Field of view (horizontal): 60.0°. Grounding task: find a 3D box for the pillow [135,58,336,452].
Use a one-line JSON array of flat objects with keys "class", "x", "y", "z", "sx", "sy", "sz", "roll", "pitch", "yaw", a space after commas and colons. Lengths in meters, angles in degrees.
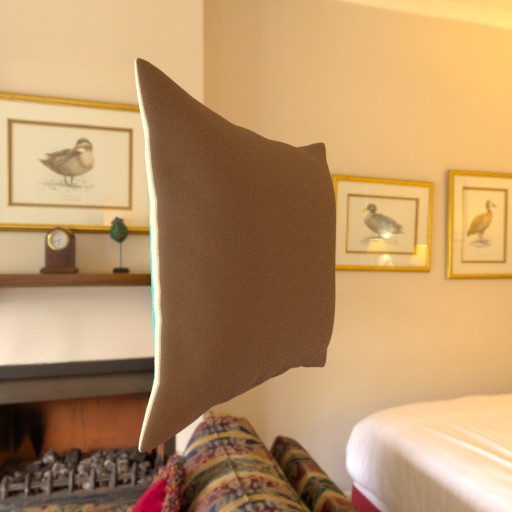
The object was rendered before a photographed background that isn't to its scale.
[{"class": "pillow", "x": 0.000, "y": 0.000, "z": 0.677, "sx": 0.168, "sy": 0.443, "sz": 0.453, "roll": 0, "pitch": 0, "yaw": 36}]
